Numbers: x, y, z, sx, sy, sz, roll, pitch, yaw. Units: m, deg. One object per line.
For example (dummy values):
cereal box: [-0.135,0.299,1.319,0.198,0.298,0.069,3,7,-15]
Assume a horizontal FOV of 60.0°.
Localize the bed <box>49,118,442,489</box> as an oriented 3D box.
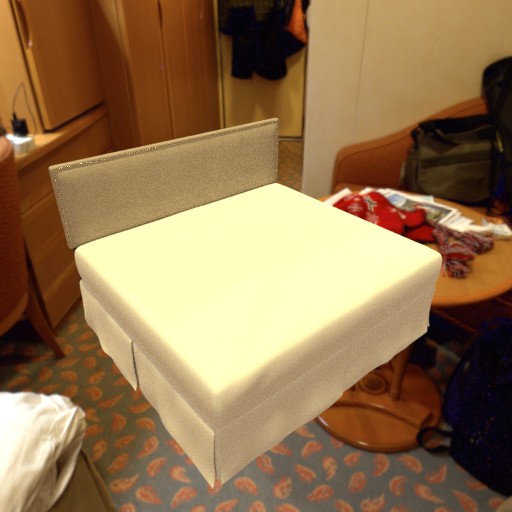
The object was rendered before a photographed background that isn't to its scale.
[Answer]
bed: [0.000,0.000,3.292,2.170,1.346,1.914,-23,38,-33]
